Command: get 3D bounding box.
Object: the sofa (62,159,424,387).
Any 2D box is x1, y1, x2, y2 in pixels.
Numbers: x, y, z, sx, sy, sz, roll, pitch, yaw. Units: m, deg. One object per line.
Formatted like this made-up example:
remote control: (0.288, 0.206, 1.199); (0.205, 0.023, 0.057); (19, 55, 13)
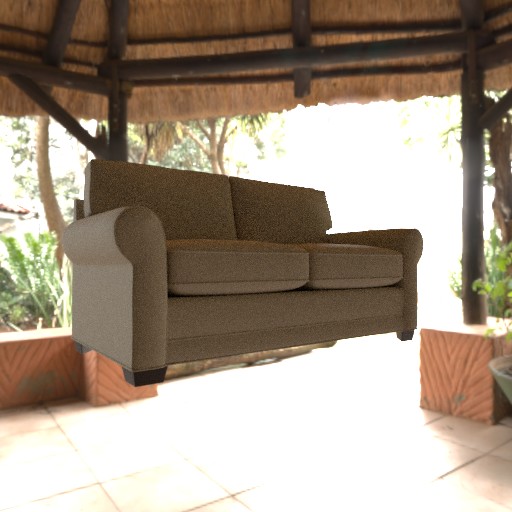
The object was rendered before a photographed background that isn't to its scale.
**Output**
sofa: (0.000, 0.000, 2.320); (1.774, 0.933, 0.861); (1, -1, -36)
